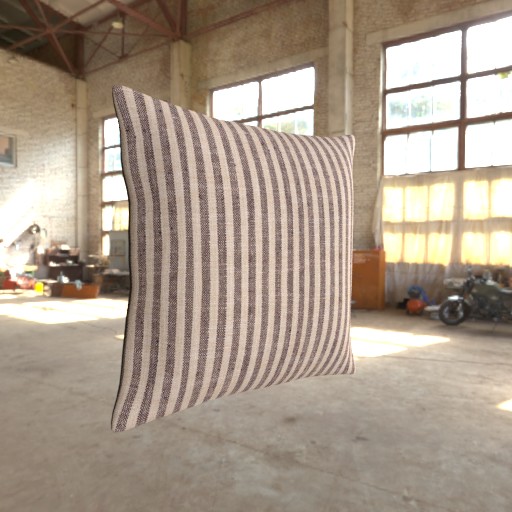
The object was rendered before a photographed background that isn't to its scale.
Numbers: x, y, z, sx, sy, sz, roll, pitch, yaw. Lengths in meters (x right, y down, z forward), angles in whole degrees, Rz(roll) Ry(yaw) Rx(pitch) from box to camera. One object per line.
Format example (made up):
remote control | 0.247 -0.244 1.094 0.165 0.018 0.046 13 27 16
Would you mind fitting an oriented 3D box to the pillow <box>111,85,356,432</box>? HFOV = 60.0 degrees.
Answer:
pillow | 0.000 0.000 0.792 0.523 0.506 0.166 -1 2 -36
